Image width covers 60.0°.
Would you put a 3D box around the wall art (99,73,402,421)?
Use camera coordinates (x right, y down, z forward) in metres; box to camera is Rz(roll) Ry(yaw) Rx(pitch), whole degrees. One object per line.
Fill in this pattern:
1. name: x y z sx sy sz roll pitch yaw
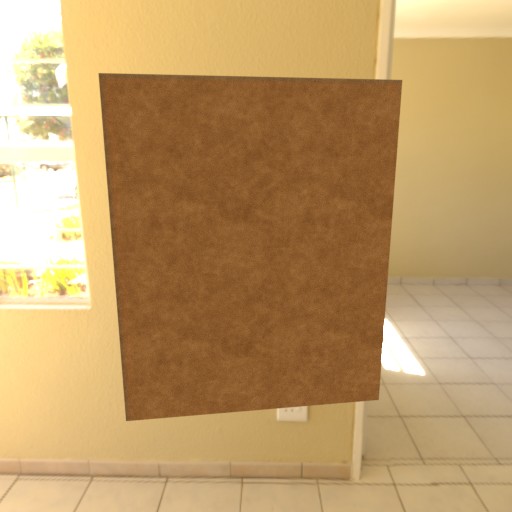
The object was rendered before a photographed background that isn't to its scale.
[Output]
1. wall art: 0.000 0.000 0.738 0.453 0.554 0.037 -2 14 -8
